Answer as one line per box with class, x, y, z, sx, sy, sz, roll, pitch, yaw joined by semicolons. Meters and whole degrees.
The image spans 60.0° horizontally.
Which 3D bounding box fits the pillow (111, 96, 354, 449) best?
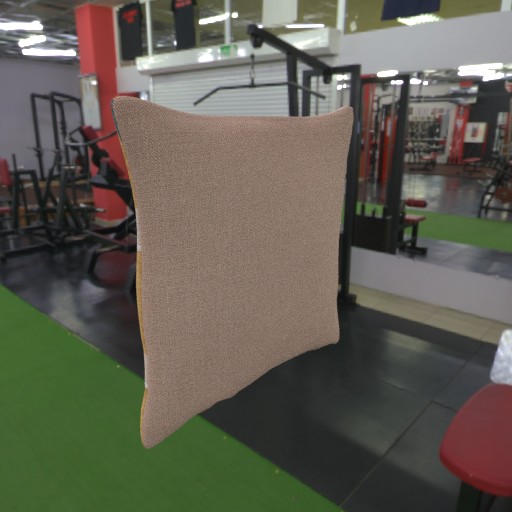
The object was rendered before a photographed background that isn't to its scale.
pillow;0.000;0.000;0.730;0.158;0.479;0.478;16;23;43
